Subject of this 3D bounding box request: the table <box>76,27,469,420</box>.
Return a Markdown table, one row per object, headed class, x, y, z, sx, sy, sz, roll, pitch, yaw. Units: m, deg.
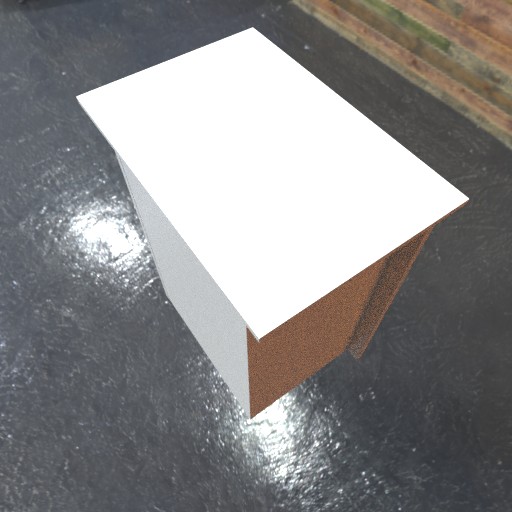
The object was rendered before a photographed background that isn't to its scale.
| class | x | y | z | sx | sy | sz | roll | pitch | yaw |
| --- | --- | --- | --- | --- | --- | --- | --- | --- | --- |
| table | 0.000 | 0.000 | 1.059 | 0.406 | 0.711 | 0.589 | -31 | 62 | -18 |
